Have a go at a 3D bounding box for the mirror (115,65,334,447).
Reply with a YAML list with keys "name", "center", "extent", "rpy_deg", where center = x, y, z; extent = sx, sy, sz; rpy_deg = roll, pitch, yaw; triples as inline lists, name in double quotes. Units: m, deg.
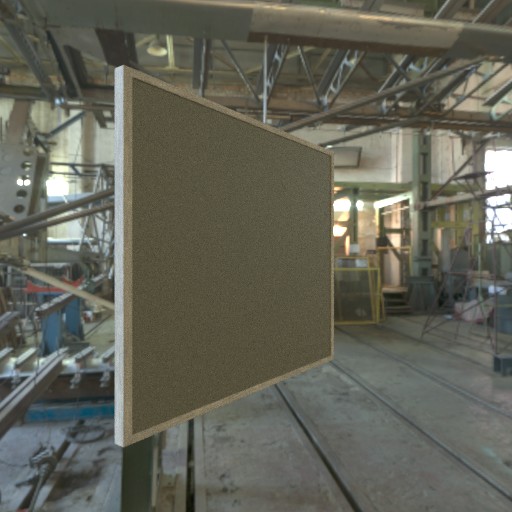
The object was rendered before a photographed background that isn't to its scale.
- name: "mirror"
  center: [0.000, 0.000, 1.140]
  extent: [0.028, 0.689, 0.839]
  rpy_deg: [0, 0, 36]
